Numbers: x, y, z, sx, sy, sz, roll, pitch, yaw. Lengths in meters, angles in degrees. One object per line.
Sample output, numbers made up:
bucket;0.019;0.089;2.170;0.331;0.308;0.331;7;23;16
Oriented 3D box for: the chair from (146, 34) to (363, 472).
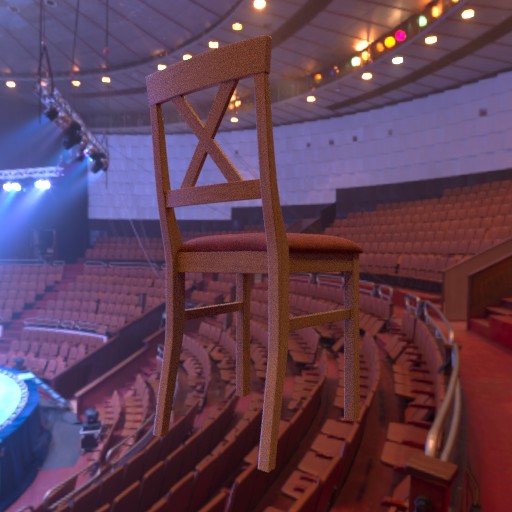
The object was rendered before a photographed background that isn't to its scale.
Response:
chair;0.000;0.000;1.206;0.439;0.912;0.492;-1;-1;35
